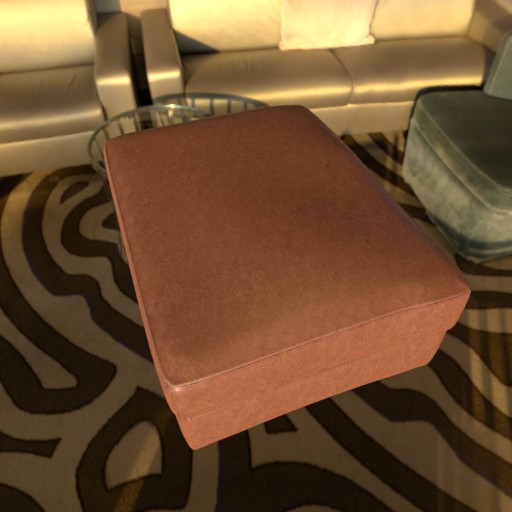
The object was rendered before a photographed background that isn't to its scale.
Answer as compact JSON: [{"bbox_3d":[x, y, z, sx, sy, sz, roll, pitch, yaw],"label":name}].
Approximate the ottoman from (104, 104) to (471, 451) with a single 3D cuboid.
[{"bbox_3d":[0.000,0.000,1.216,0.650,0.485,0.851,-15,48,-14],"label":"ottoman"}]
